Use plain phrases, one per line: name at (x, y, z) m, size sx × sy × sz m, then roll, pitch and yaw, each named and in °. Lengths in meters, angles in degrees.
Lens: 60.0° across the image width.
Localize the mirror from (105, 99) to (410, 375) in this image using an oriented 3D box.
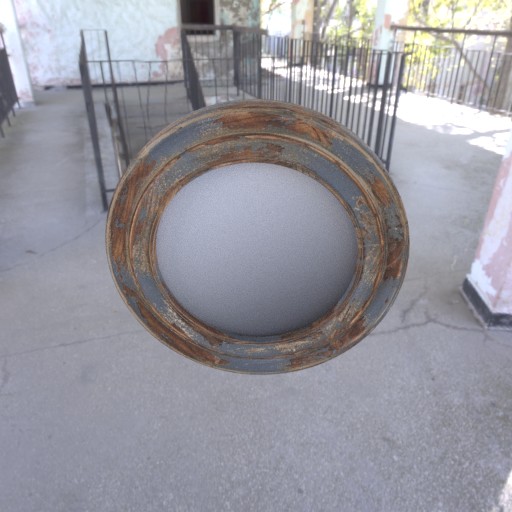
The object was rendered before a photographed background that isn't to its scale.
mirror at (0.000, 0.000, 0.879) m, size 0.585 × 0.585 × 0.061 m, roll 1°, pitch 29°, yaw 2°
